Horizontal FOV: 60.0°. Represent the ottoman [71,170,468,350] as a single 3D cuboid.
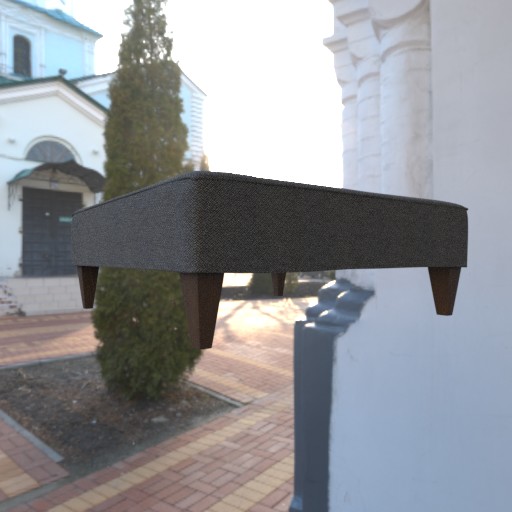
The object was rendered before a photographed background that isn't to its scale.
[{"bbox_3d":[0.000,0.000,1.502,0.981,0.378,0.970,0,0,-36],"label":"ottoman"}]
